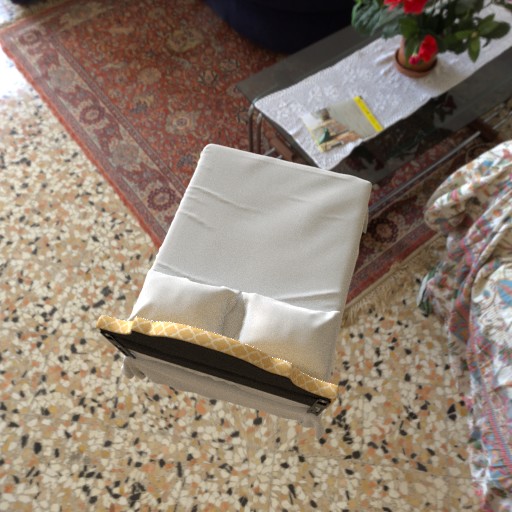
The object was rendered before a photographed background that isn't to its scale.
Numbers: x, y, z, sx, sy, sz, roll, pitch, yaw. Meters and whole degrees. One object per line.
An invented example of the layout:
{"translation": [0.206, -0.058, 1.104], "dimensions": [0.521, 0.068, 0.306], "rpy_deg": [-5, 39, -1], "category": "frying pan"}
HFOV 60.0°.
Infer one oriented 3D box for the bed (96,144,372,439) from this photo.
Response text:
{"translation": [0.000, 0.000, 3.528], "dimensions": [1.780, 1.633, 2.222], "rpy_deg": [15, 65, 7], "category": "bed"}
